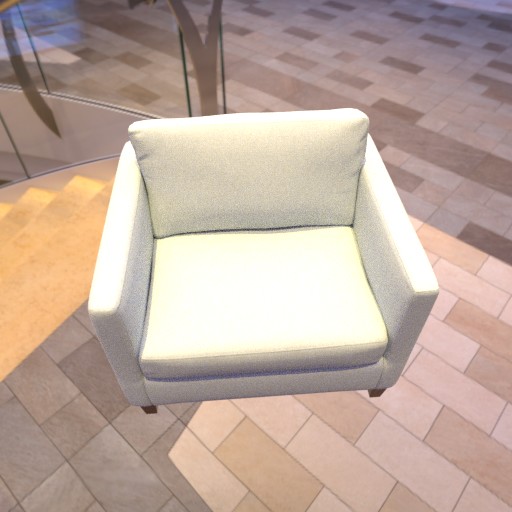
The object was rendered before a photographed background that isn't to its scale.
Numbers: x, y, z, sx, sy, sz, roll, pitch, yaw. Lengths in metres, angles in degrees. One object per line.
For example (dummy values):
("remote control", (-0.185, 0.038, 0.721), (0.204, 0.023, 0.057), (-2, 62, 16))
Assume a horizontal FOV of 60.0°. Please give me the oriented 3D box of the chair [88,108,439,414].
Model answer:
("chair", (0.000, 0.000, 1.827), (1.107, 0.961, 0.953), (-3, 47, -3))
